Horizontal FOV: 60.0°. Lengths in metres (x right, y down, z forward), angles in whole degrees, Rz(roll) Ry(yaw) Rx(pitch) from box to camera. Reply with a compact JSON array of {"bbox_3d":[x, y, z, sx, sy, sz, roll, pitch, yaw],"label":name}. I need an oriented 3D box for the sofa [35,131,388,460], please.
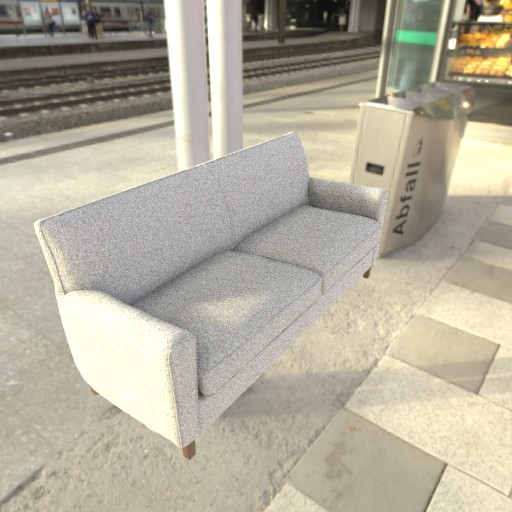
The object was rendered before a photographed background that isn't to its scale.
[{"bbox_3d":[0.000,0.000,2.511,0.854,0.942,2.026,19,34,31],"label":"sofa"}]
